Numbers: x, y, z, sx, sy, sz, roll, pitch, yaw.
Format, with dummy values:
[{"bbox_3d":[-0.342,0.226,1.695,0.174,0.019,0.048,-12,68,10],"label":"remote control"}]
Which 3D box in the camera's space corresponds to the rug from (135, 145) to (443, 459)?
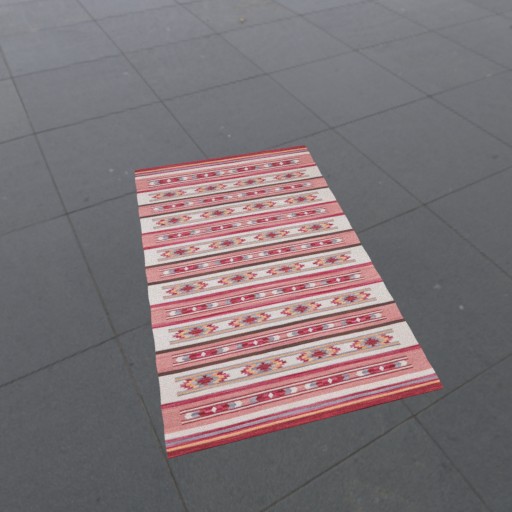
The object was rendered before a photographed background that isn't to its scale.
[{"bbox_3d":[0.000,0.000,3.121,1.535,0.010,2.431,-11,49,-9],"label":"rug"}]
